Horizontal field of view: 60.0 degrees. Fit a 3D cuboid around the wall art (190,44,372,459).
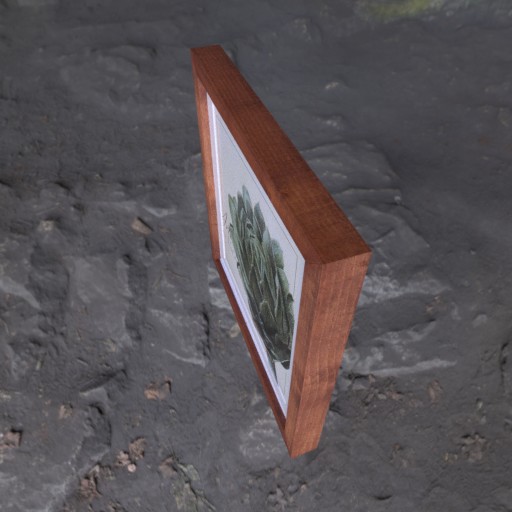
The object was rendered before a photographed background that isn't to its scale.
[{"bbox_3d":[0.000,0.000,0.576,0.038,0.385,0.386,-14,49,-13],"label":"wall art"}]
